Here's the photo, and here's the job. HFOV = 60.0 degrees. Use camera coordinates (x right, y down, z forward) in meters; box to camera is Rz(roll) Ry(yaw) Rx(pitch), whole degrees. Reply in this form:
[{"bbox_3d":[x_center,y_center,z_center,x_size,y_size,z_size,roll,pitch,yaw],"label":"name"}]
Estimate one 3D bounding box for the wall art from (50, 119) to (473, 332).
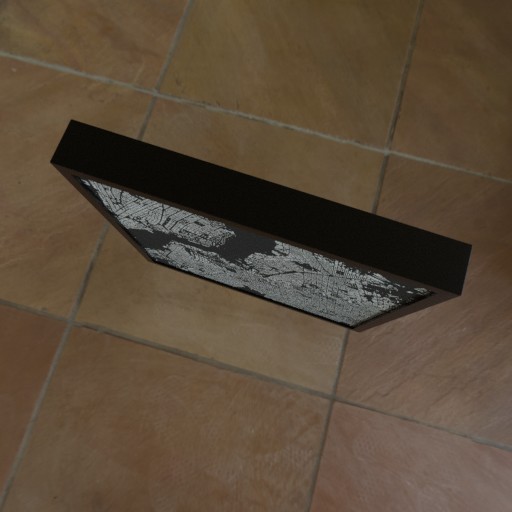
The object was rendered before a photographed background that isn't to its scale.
[{"bbox_3d":[0.000,0.000,0.454,0.299,0.299,0.037,18,76,5],"label":"wall art"}]
